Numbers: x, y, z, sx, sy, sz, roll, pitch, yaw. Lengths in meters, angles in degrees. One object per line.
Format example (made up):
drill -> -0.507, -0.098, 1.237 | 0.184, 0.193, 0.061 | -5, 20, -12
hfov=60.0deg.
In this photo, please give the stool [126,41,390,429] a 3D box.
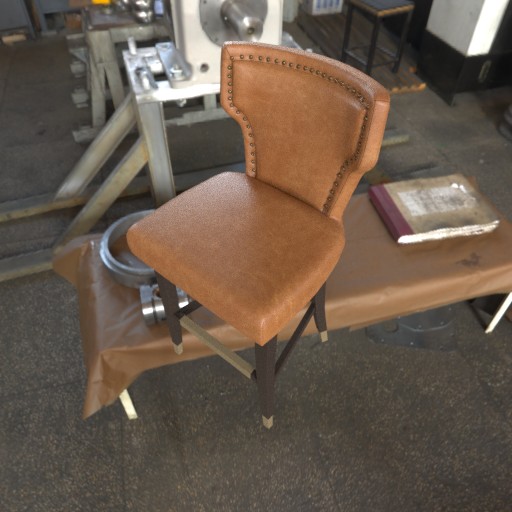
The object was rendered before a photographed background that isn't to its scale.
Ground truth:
stool -> 0.000, 0.000, 1.393 | 0.526, 1.092, 0.563 | 31, 54, 27
